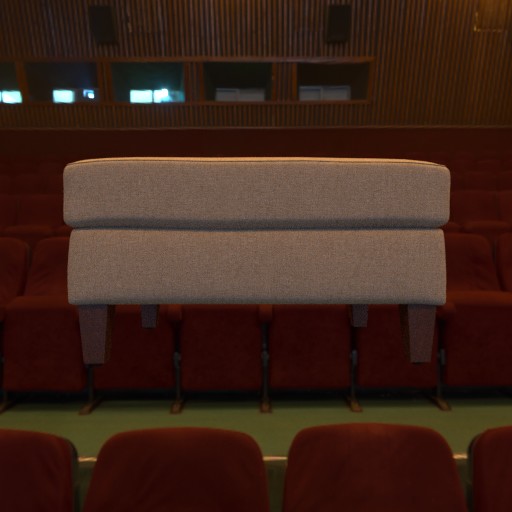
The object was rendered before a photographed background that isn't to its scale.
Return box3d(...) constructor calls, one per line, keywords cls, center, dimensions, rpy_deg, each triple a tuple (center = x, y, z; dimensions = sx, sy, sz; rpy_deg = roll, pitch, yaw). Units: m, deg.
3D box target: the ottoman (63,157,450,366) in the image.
box3d(cls="ottoman", center=(0.000, 0.000, 1.316), dimensions=(0.898, 0.519, 0.677), rpy_deg=(0, -1, -1))
